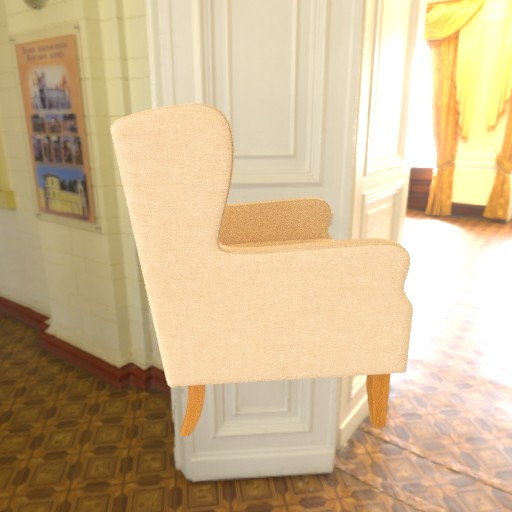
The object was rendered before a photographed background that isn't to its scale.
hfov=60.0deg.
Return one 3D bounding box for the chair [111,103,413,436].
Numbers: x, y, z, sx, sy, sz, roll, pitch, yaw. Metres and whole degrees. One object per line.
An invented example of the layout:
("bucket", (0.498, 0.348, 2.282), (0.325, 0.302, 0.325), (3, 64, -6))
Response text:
("chair", (0.000, 0.000, 1.456), (0.760, 0.930, 0.710), (-3, 18, -9))
